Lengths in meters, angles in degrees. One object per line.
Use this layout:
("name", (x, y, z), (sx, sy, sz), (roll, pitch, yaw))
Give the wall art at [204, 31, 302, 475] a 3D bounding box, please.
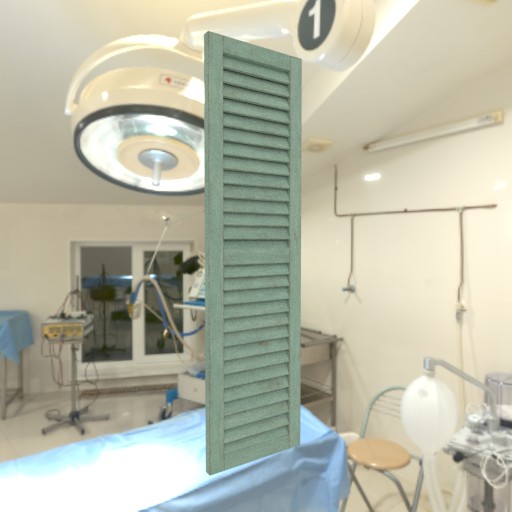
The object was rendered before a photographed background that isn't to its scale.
("wall art", (0.000, 0.000, 1.316), (0.329, 1.219, 0.025), (-1, 3, -34))
